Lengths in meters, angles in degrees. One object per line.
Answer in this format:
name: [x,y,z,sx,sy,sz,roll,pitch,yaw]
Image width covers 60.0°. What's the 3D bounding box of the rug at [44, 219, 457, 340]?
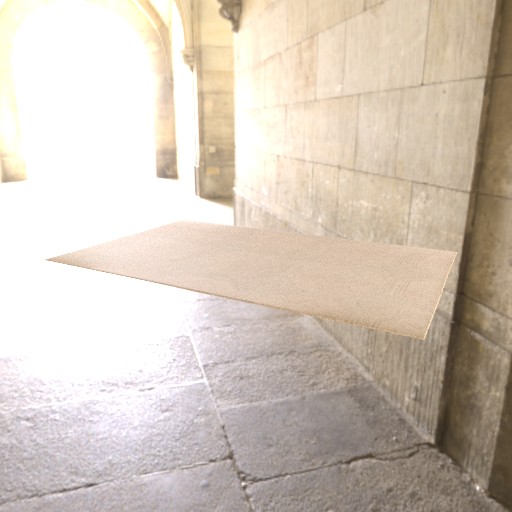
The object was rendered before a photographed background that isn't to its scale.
rug: [0.000,0.000,3.073,2.440,0.008,1.524,9,18,27]
